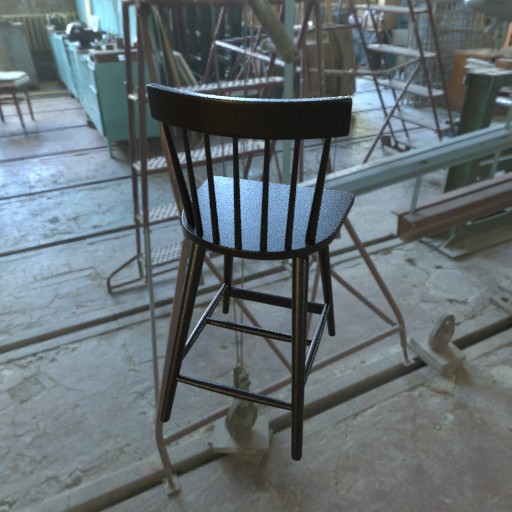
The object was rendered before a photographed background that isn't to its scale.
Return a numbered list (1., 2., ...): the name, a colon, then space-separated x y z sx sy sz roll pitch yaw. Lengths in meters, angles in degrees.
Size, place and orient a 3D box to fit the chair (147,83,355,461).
1. chair: 0.000 0.000 1.286 0.483 0.952 0.572 10 33 15
